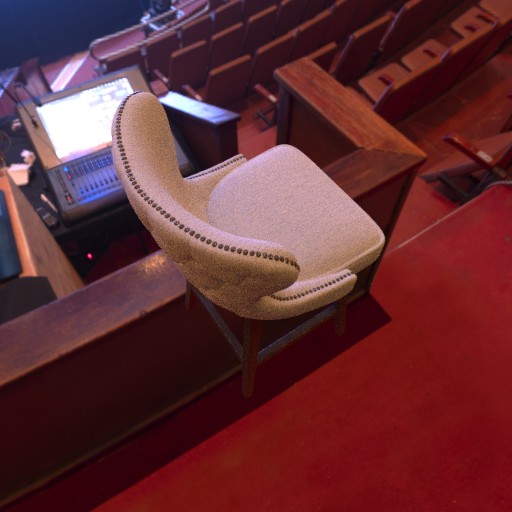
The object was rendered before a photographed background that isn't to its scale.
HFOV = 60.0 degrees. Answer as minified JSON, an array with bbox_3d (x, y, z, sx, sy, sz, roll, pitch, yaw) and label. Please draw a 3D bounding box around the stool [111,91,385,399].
[{"bbox_3d":[0.000,0.000,1.345,0.597,0.972,0.615,-30,61,-18],"label":"stool"}]
